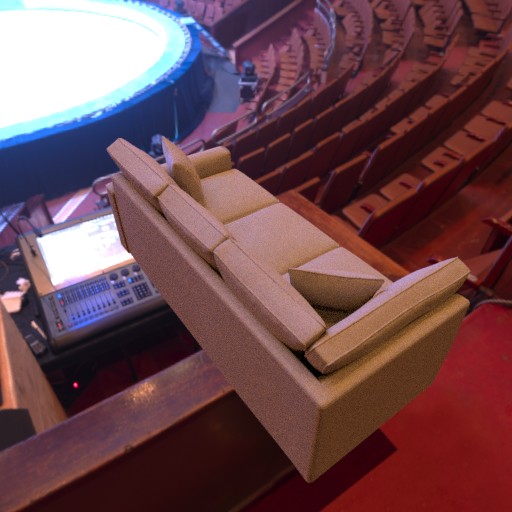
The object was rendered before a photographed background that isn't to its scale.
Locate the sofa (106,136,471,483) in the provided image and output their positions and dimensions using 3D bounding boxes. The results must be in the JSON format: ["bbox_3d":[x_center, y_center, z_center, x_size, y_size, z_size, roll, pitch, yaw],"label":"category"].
[{"bbox_3d":[0.000,0.000,2.835,1.061,0.962,2.317,-25,47,-26],"label":"sofa"}]
